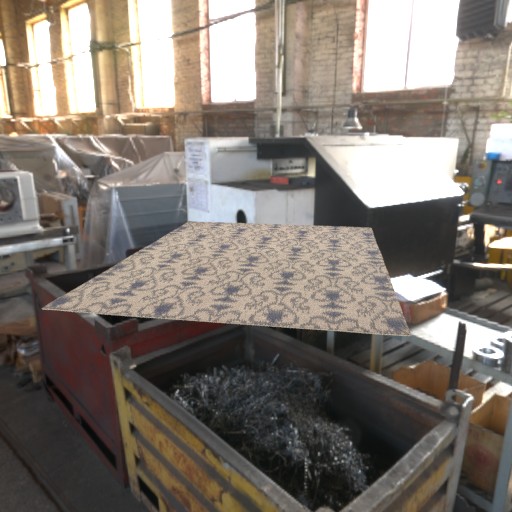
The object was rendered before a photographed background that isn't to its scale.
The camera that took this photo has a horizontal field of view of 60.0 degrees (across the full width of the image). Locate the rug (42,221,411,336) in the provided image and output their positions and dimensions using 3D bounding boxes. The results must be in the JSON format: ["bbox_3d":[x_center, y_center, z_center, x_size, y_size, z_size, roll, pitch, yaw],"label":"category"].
[{"bbox_3d":[0.000,0.000,4.348,2.437,0.015,3.205,3,16,10],"label":"rug"}]
